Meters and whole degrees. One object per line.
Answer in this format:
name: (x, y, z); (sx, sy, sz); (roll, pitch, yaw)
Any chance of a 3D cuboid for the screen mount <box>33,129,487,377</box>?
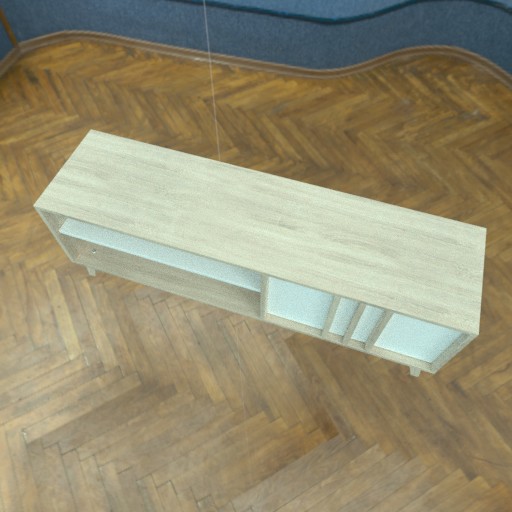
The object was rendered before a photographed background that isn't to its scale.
screen mount: (0.000, 0.000, 1.731); (1.500, 0.510, 0.400); (16, 60, 10)
